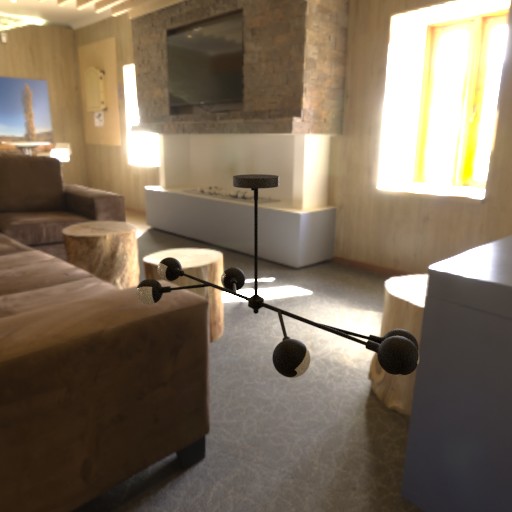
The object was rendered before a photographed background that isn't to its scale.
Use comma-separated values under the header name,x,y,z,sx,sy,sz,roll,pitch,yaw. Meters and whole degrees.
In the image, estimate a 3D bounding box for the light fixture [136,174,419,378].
name,x,y,z,sx,sy,sz,roll,pitch,yaw
light fixture,0.000,0.000,1.018,0.434,0.362,0.778,-8,17,-27
